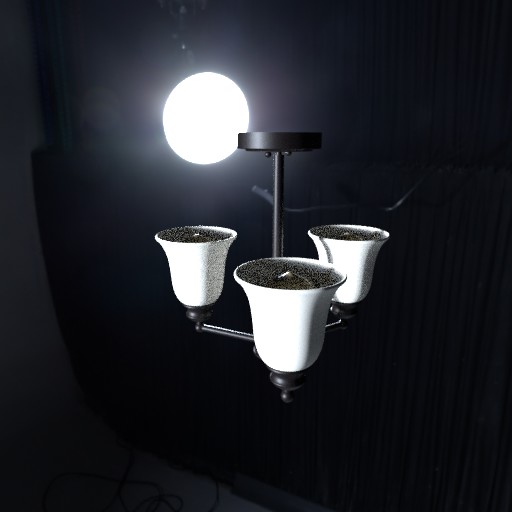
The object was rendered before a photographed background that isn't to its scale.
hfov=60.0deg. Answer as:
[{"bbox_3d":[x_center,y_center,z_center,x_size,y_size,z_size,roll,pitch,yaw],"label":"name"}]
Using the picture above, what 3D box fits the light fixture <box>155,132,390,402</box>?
[{"bbox_3d":[0.000,0.000,0.691,0.354,0.370,0.388,7,17,26],"label":"light fixture"}]
